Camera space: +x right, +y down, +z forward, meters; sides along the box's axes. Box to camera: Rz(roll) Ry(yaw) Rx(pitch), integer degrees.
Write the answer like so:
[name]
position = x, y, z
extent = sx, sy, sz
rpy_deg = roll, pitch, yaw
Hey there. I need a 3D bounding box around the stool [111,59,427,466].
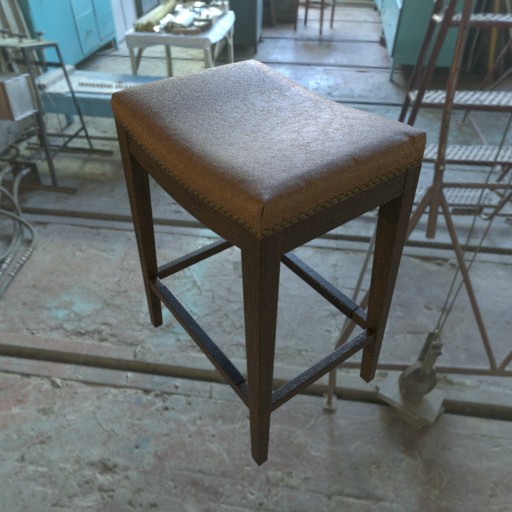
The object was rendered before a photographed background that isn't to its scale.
[stool]
position = 0.000, 0.000, 0.961
extent = 0.361, 0.660, 0.500
rpy_deg = -26, 47, -27
